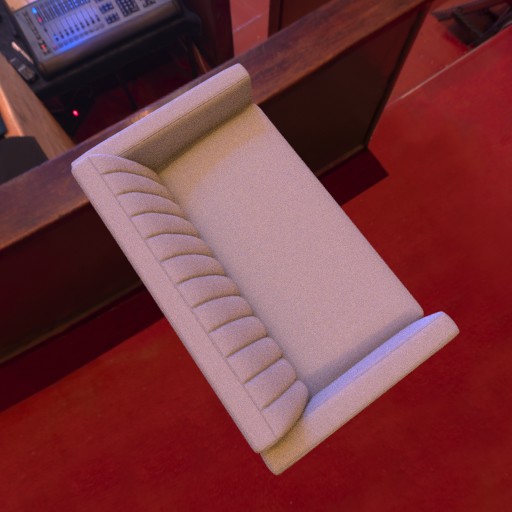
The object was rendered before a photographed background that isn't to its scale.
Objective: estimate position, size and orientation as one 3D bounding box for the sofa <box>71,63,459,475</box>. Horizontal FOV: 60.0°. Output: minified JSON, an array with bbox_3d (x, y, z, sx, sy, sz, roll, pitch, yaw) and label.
[{"bbox_3d":[0.000,0.000,2.114,0.950,0.801,1.585,-34,78,-9],"label":"sofa"}]
